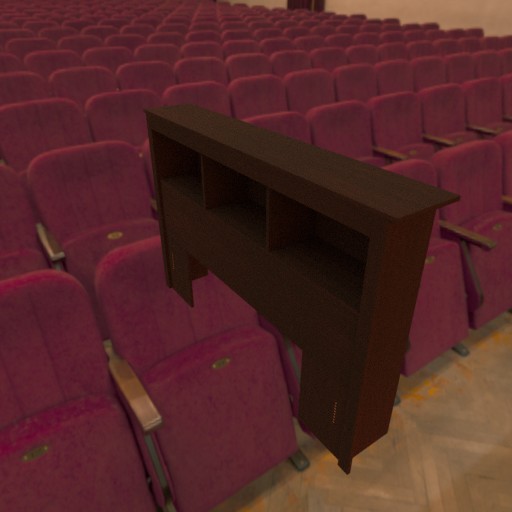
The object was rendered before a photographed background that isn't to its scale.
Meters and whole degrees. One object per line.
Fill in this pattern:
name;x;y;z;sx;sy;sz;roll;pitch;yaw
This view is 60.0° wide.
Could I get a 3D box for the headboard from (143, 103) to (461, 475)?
headboard;0.000;0.000;2.077;0.279;1.092;1.671;-19;35;-30
